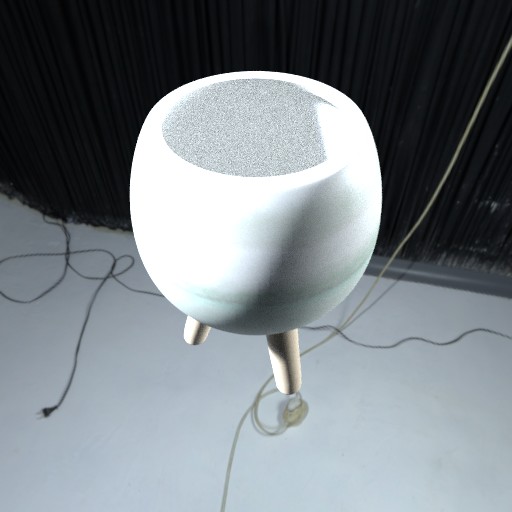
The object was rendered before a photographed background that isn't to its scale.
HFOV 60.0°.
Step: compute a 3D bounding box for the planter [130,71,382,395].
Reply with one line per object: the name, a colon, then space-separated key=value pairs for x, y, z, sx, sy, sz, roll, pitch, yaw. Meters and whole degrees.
planter: x=0.000 y=0.000 z=0.330 sx=0.161 sy=0.224 sz=0.161 roll=0 pitch=47 yaw=0
